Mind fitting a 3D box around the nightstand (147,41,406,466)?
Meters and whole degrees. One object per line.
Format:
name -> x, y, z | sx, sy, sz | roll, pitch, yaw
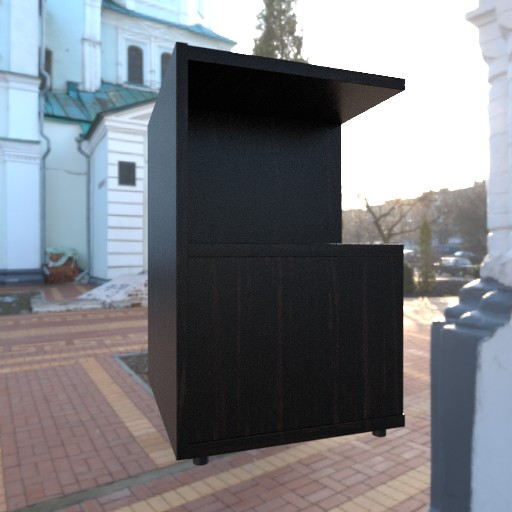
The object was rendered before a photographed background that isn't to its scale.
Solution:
nightstand -> 0.000, 0.000, 0.822 | 0.356, 0.559, 0.400 | 0, 0, -19
